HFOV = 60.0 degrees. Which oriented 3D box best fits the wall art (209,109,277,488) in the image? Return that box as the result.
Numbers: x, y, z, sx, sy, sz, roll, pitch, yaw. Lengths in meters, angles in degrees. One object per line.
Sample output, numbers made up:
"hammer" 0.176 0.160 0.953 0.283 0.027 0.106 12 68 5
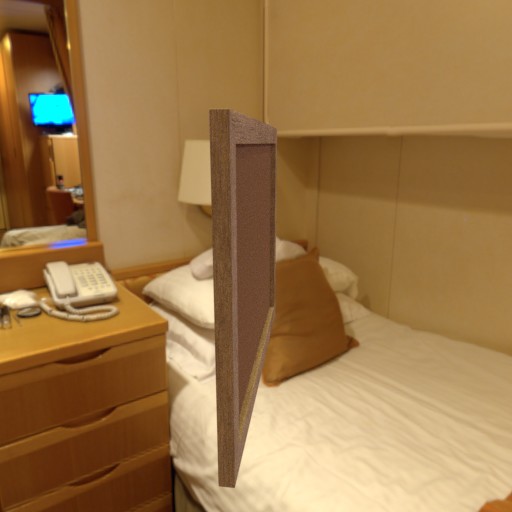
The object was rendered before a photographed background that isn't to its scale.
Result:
"wall art" 0.000 0.000 0.924 0.026 0.535 0.690 2 14 7
